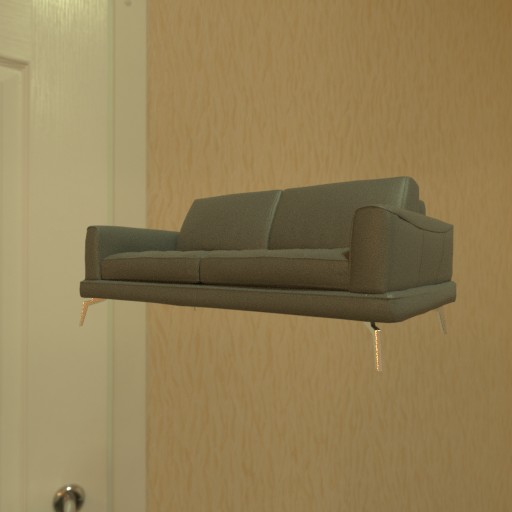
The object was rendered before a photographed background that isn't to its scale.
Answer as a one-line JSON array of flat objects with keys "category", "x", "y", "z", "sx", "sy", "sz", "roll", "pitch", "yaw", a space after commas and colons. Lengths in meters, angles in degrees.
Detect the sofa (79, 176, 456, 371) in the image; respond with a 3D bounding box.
[{"category": "sofa", "x": 0.000, "y": 0.000, "z": 2.770, "sx": 2.177, "sy": 0.930, "sz": 1.121, "roll": 0, "pitch": -1, "yaw": 36}]
